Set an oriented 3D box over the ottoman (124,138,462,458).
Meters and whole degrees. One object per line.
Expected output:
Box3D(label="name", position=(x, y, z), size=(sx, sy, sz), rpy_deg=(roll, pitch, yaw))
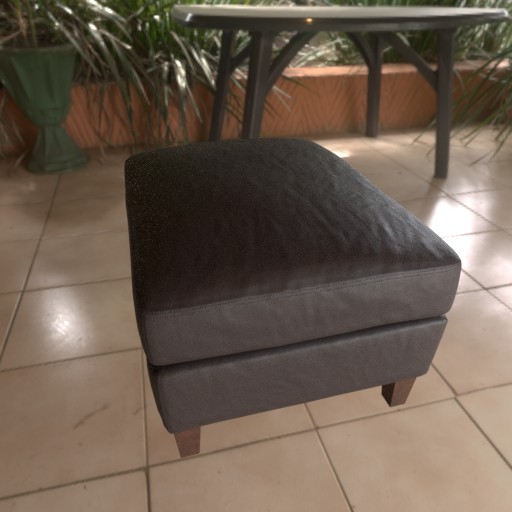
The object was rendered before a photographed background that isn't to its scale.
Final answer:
Box3D(label="ottoman", position=(0.000, 0.000, 1.242), size=(0.659, 0.529, 0.887), rpy_deg=(-8, 32, -13))
